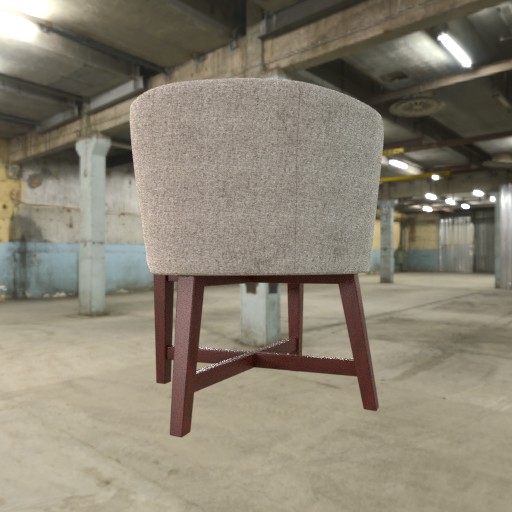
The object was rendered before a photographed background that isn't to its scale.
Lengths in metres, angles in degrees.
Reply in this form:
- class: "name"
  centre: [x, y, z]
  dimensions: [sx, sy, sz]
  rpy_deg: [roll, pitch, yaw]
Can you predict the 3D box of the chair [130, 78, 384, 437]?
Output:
- class: "chair"
  centre: [0.000, 0.000, 1.303]
  dimensions: [0.728, 0.827, 0.575]
  rpy_deg: [0, -1, -20]
